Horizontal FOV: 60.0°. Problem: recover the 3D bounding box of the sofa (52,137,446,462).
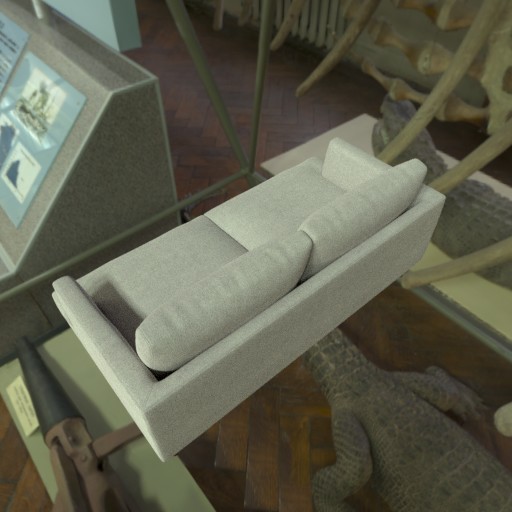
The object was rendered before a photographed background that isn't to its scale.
[{"bbox_3d":[0.000,0.000,2.447,1.948,0.868,1.020,-32,54,-27],"label":"sofa"}]
